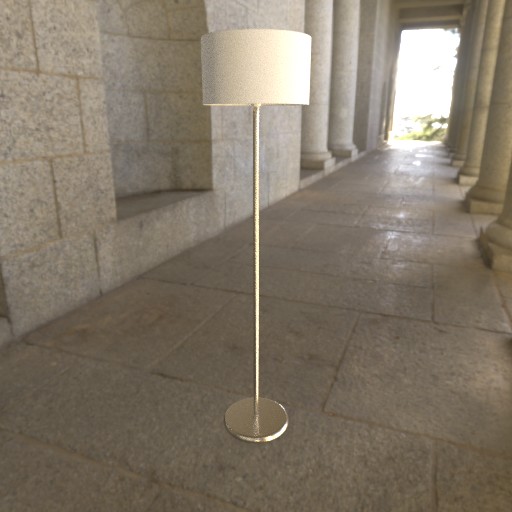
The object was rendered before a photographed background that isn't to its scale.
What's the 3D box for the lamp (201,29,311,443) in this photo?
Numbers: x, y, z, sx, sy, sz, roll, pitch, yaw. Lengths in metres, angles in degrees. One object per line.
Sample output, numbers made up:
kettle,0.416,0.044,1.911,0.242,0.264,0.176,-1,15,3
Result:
lamp,0.000,0.000,1.622,0.347,1.443,0.347,-2,18,-8
